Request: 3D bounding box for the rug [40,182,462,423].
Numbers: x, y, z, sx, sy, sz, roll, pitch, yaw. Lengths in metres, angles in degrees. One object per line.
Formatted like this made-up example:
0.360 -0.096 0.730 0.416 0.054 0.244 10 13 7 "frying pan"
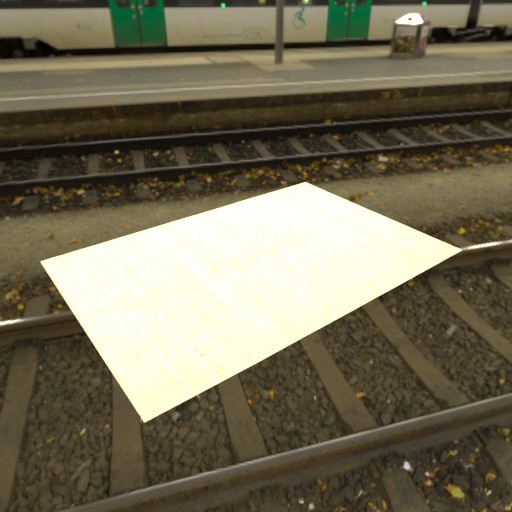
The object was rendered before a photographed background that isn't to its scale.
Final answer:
0.000 0.000 2.344 1.850 0.015 1.250 -21 37 -31 "rug"
